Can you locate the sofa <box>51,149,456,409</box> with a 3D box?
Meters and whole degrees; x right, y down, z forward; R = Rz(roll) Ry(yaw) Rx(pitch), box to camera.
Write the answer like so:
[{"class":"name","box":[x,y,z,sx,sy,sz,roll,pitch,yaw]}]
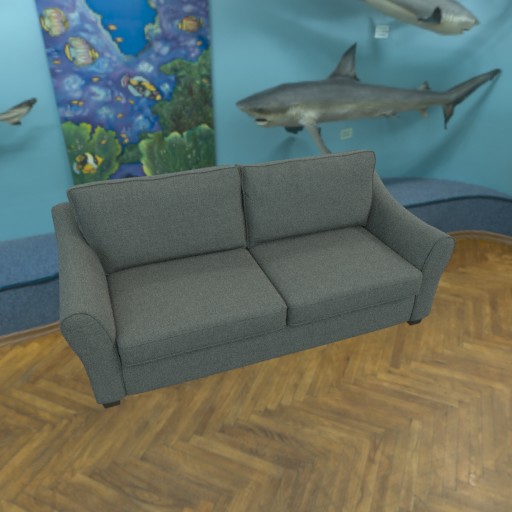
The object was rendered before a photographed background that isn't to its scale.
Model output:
[{"class":"sofa","box":[0.000,0.000,2.682,2.203,0.976,1.013,-11,32,-18]}]
